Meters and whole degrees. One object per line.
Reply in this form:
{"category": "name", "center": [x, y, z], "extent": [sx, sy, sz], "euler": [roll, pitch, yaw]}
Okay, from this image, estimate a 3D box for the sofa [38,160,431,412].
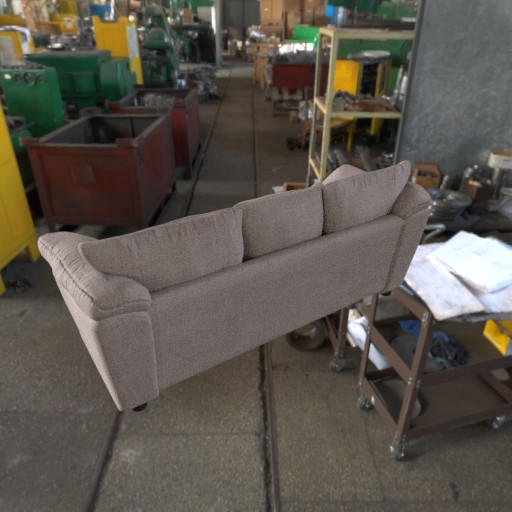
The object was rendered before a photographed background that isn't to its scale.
{"category": "sofa", "center": [0.000, 0.000, 2.807], "extent": [2.334, 0.996, 0.878], "euler": [-18, 34, -29]}
